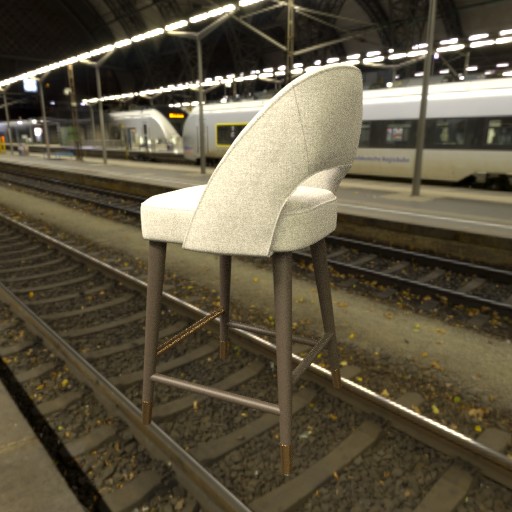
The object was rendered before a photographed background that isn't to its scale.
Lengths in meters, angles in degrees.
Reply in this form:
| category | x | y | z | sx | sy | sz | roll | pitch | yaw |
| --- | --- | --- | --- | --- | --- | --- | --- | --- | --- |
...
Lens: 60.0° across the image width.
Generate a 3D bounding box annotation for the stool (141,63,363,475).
| category | x | y | z | sx | sy | sz | roll | pitch | yaw |
| --- | --- | --- | --- | --- | --- | --- | --- | --- | --- |
| stool | 0.000 | 0.000 | 1.219 | 0.509 | 0.940 | 0.494 | 7 | 17 | 26 |
